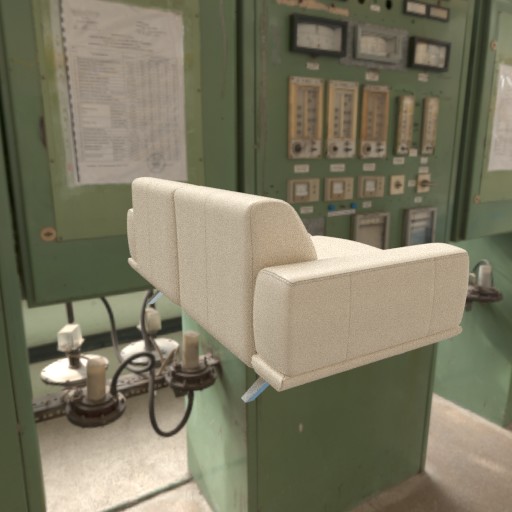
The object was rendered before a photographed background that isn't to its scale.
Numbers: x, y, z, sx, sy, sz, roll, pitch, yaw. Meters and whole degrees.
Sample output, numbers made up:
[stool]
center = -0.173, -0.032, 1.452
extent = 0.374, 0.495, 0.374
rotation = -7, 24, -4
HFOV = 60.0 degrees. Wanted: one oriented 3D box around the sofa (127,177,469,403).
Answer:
[sofa]
center = 0.000, 0.000, 2.336
extent = 0.900, 0.772, 1.901
rotation = -8, 15, -29
